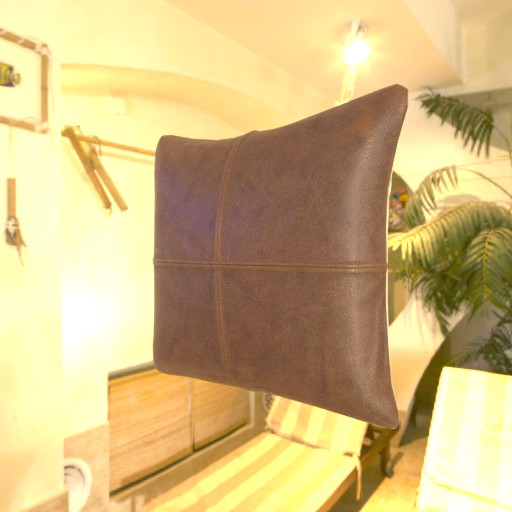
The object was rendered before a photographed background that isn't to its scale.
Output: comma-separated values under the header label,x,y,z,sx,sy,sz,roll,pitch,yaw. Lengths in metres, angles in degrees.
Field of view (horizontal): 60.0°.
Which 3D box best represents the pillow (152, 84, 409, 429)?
label,x,y,z,sx,sy,sz,roll,pitch,yaw
pillow,0.000,0.000,0.726,0.484,0.470,0.192,1,1,35
